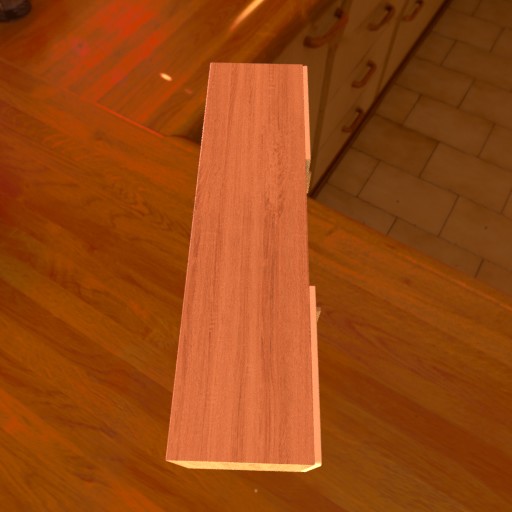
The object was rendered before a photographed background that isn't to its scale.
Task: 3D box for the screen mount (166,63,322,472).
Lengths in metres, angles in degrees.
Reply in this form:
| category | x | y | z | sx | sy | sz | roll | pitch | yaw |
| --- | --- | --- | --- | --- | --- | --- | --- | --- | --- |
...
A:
| category | x | y | z | sx | sy | sz | roll | pitch | yaw |
| --- | --- | --- | --- | --- | --- | --- | --- | --- | --- |
| screen mount | 0.000 | 0.000 | 1.735 | 0.420 | 0.570 | 1.500 | 1 | 62 | 1 |
